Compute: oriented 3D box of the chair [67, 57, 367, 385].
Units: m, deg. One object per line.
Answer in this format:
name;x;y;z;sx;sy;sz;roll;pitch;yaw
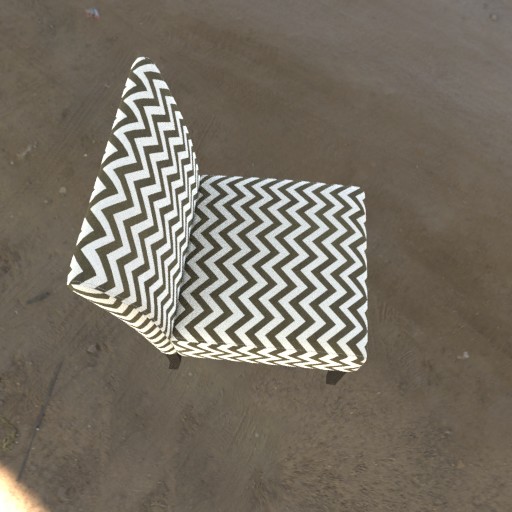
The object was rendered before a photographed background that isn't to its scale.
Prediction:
chair;0.000;0.000;1.272;0.648;0.838;0.589;5;64;2
